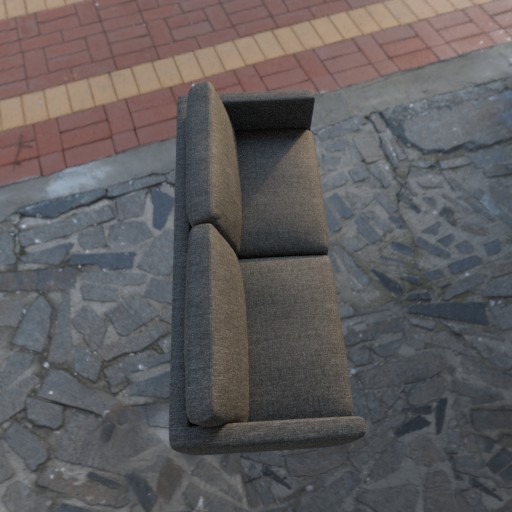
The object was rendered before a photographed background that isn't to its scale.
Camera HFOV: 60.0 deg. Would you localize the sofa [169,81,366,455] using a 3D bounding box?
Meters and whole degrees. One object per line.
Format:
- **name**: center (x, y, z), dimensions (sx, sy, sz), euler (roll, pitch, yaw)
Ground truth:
- **sofa**: center (0.000, 0.000, 2.754), dimensions (0.948, 0.960, 2.208), euler (-3, 64, -1)
